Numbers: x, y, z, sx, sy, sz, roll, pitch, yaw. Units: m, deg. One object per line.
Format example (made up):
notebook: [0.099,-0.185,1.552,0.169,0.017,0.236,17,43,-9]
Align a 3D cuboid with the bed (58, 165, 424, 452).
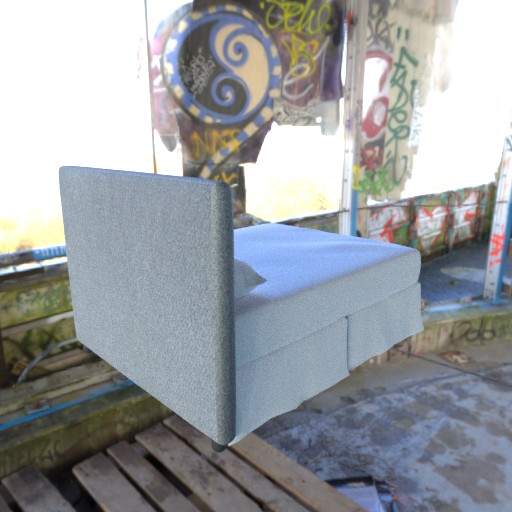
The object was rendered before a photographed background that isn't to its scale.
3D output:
bed: [0.000,0.000,3.234,2.142,1.330,1.723,-14,20,-43]
